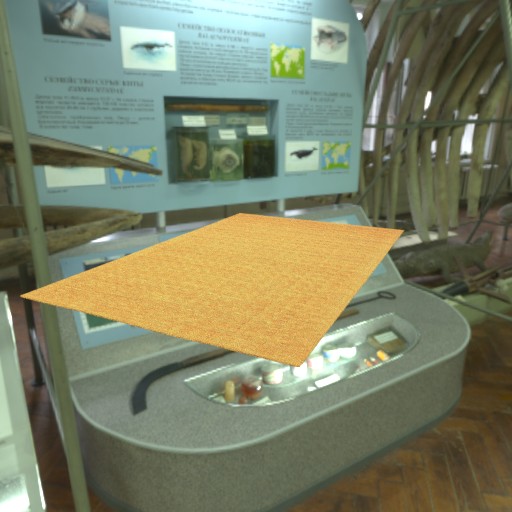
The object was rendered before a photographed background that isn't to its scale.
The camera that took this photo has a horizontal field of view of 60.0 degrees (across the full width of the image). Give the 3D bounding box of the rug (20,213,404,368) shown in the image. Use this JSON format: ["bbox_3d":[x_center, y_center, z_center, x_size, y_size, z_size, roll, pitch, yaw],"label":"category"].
[{"bbox_3d":[0.000,0.000,2.197,1.143,0.006,1.747,8,19,25],"label":"rug"}]
